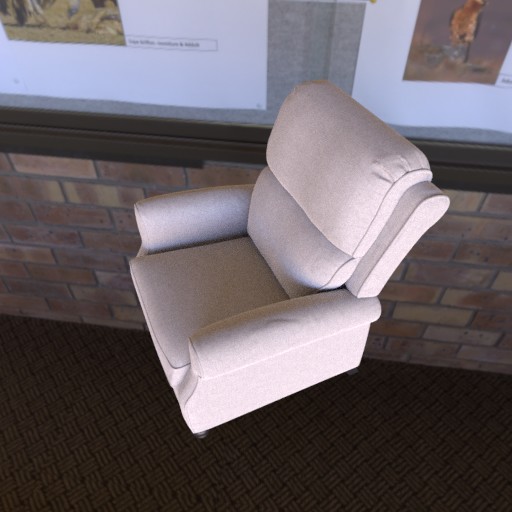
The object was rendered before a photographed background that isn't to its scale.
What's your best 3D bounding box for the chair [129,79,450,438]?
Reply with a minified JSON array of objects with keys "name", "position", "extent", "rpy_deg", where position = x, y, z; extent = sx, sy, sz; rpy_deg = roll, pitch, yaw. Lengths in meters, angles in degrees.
[{"name":"chair","position":[0.000,0.000,1.713],"extent":[0.919,1.046,0.859],"rpy_deg":[-18,48,-17]}]
